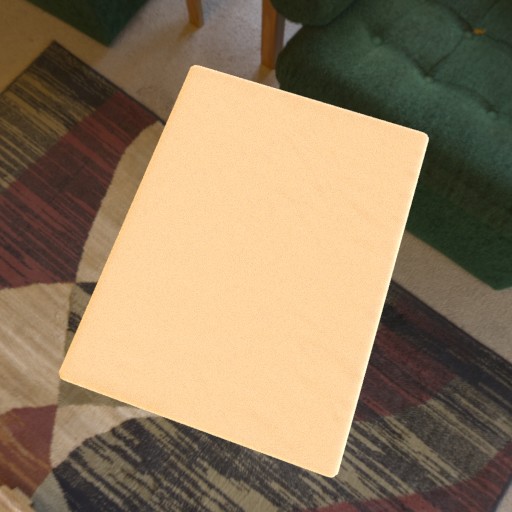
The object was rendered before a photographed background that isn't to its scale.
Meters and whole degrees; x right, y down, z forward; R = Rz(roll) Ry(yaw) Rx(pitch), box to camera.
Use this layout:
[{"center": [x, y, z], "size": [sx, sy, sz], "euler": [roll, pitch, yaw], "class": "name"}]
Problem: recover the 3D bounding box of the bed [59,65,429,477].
[{"center": [0.000, 0.000, 2.682], "size": [1.536, 0.431, 2.016], "euler": [18, 77, 4], "class": "bed"}]
